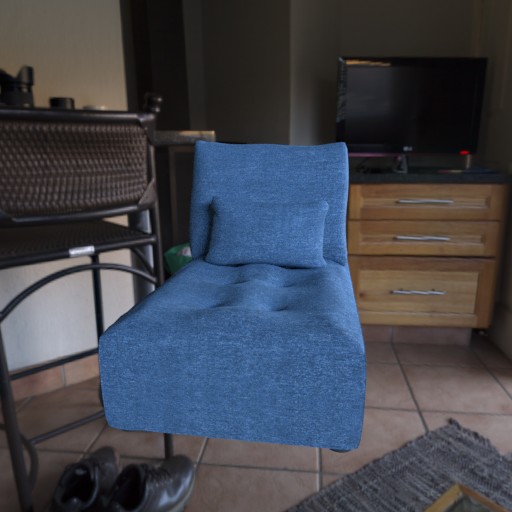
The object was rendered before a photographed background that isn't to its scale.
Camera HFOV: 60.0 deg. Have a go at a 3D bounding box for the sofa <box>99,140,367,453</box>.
[{"bbox_3d":[0.000,0.000,1.578,0.700,0.820,1.000,2,13,8],"label":"sofa"}]
